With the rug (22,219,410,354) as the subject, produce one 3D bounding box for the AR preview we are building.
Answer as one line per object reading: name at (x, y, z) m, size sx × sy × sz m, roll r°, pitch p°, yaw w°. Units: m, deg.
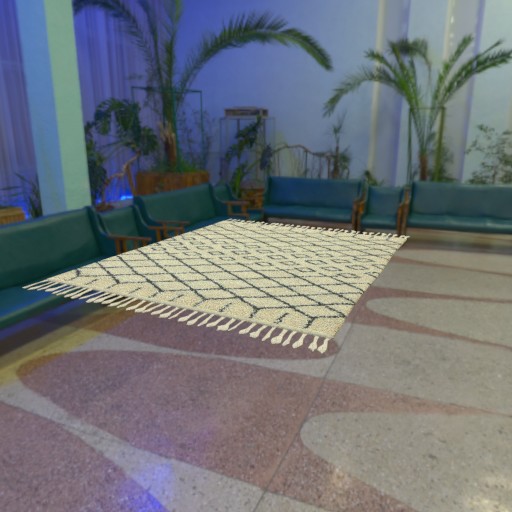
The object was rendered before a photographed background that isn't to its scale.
rug at (0.000, 0.000, 4.246) m, size 2.388 × 0.030 × 3.213 m, roll 7°, pitch 17°, yaw 25°
